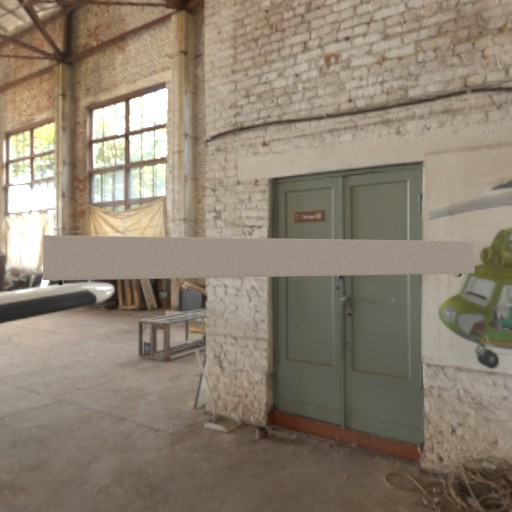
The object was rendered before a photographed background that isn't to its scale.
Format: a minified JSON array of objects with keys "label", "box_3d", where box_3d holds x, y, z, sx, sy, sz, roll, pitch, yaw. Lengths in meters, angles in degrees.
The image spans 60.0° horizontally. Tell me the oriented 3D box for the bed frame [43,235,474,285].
[{"label":"bed frame","box_3d":[0.000,0.000,1.538,1.300,0.141,0.670,0,0,-19]}]
